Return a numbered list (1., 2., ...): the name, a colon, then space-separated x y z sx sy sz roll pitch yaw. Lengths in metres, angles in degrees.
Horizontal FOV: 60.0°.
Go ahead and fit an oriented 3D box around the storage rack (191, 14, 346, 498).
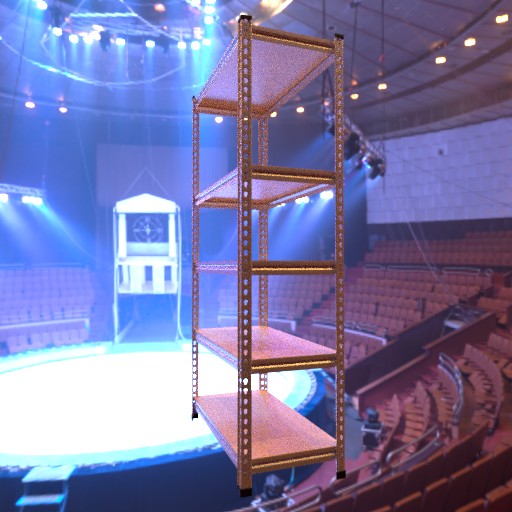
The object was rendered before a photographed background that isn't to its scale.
1. storage rack: 0.000 0.000 2.180 0.457 1.829 0.914 0 -1 -20
